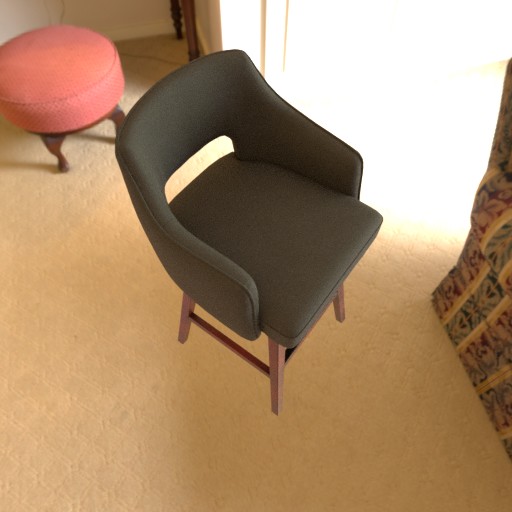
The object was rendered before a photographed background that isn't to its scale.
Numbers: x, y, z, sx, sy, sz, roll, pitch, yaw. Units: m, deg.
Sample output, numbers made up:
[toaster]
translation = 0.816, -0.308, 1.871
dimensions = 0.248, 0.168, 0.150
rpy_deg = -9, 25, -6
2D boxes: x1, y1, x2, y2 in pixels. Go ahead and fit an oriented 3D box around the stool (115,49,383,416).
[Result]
[stool]
translation = 0.000, 0.000, 1.348
dimensions = 0.558, 1.012, 0.548
rpy_deg = 32, 63, 19
